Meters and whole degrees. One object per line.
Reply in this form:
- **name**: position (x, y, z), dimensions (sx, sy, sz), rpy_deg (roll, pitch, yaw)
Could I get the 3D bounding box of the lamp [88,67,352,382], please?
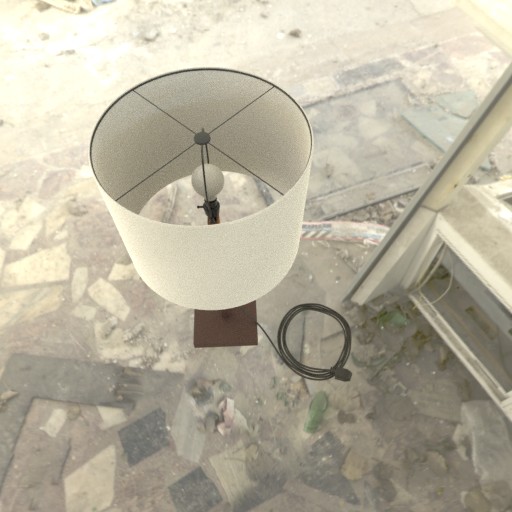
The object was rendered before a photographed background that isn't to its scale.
- **lamp**: position (0.000, 0.000, 0.979), dimensions (0.525, 0.668, 0.396), rpy_deg (-2, 58, -1)
